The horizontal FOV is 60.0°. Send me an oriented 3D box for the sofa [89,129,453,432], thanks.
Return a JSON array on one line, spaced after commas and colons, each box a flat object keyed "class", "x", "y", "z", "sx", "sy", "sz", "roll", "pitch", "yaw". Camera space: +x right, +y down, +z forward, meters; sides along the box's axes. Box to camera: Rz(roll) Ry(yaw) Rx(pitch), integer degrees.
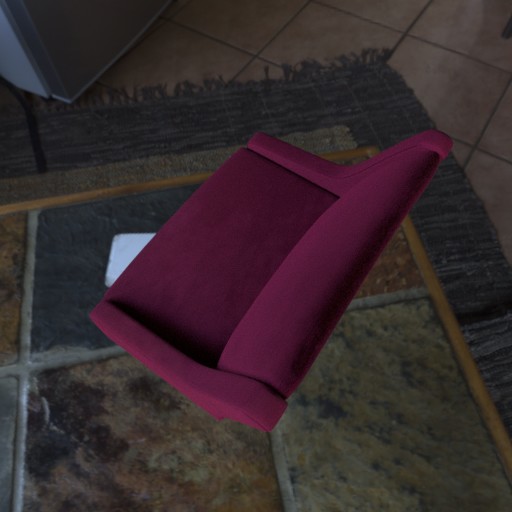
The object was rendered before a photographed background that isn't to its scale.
[{"class": "sofa", "x": 0.000, "y": 0.000, "z": 1.932, "sx": 0.946, "sy": 0.976, "sz": 1.242, "roll": 32, "pitch": 66, "yaw": 16}]
